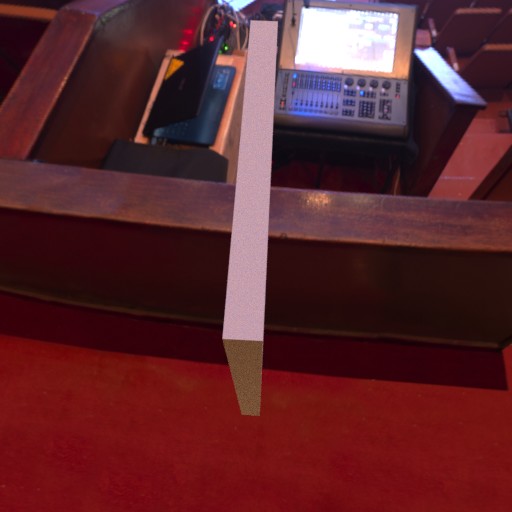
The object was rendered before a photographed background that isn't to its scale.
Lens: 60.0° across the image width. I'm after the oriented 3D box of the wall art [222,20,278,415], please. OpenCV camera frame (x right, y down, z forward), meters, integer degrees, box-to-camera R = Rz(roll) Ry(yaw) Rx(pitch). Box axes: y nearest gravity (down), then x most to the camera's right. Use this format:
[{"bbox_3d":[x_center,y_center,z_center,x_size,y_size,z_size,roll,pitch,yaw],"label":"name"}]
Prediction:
[{"bbox_3d":[0.000,0.000,0.760,0.039,0.553,0.451,3,63,1],"label":"wall art"}]
